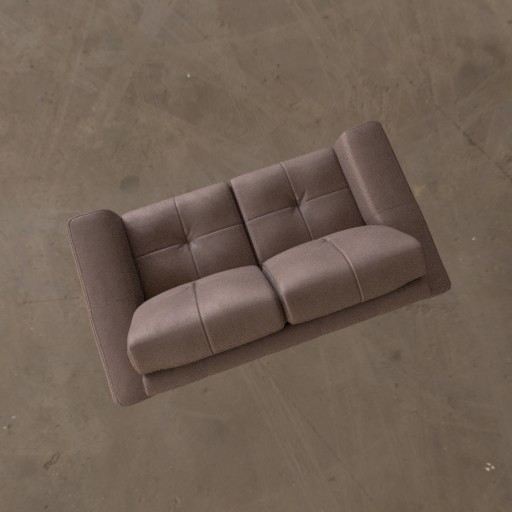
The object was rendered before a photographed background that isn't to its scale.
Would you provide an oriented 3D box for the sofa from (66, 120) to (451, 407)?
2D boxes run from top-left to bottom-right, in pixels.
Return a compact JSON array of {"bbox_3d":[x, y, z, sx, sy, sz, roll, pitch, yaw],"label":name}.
[{"bbox_3d":[0.000,0.000,2.350,1.806,0.907,1.018,-19,78,-4],"label":"sofa"}]
